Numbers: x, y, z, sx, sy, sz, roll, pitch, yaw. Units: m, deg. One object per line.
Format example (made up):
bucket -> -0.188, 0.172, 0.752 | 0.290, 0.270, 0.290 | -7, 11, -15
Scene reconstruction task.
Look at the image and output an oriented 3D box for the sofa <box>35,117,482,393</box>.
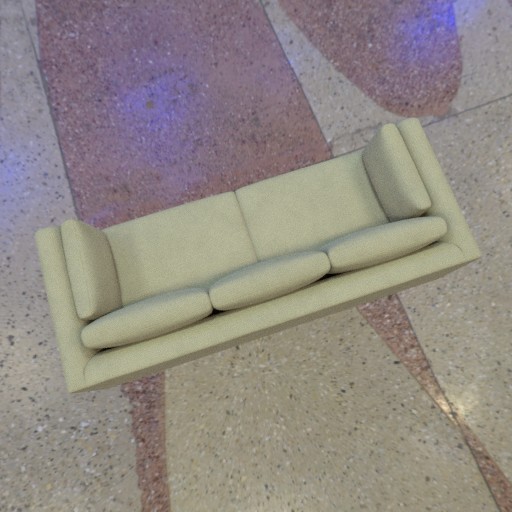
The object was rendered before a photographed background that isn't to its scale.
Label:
sofa -> 0.000, 0.000, 2.852 | 2.415, 0.867, 0.969 | -18, 76, -4
